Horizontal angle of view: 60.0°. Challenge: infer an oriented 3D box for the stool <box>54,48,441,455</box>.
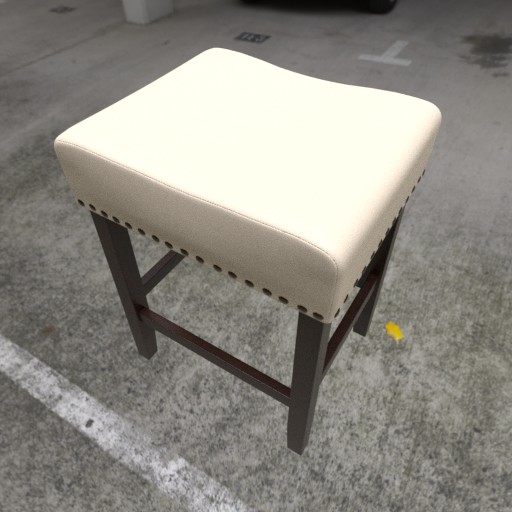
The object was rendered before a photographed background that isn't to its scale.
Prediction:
[{"bbox_3d":[0.000,0.000,0.886,0.471,0.609,0.401,24,51,22],"label":"stool"}]
